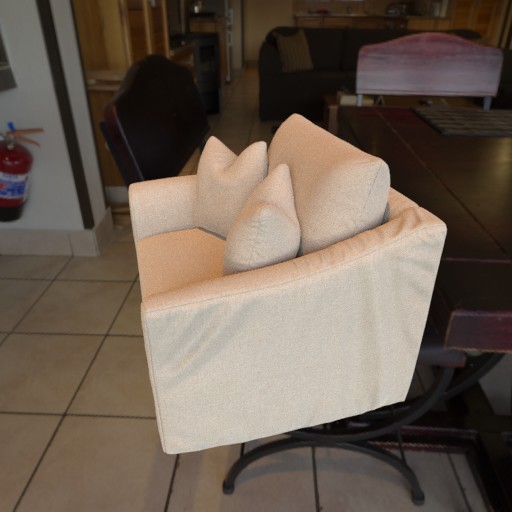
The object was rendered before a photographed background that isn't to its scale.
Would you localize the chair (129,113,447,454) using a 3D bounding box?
[{"bbox_3d":[0.000,0.000,2.045,1.071,1.093,1.194,-8,30,-14],"label":"chair"}]
